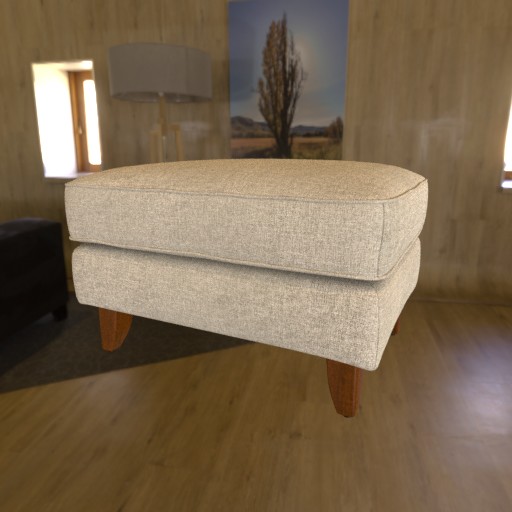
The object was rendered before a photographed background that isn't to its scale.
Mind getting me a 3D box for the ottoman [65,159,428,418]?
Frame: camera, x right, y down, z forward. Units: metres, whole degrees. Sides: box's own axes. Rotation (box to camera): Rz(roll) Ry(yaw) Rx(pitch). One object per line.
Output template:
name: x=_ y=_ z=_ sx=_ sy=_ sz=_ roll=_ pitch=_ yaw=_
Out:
ottoman: x=0.000 y=0.000 z=1.323 sx=0.889 sy=0.561 sz=0.661 roll=7 pitch=16 yaw=26
